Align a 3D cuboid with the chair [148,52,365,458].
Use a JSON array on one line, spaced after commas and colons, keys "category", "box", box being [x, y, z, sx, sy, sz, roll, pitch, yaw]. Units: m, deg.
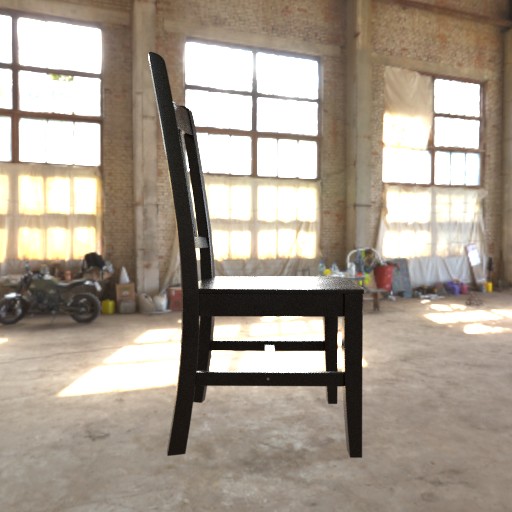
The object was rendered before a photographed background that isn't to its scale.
[{"category": "chair", "box": [0.000, 0.000, 1.301, 0.555, 0.998, 0.450, 0, 2, 1]}]
